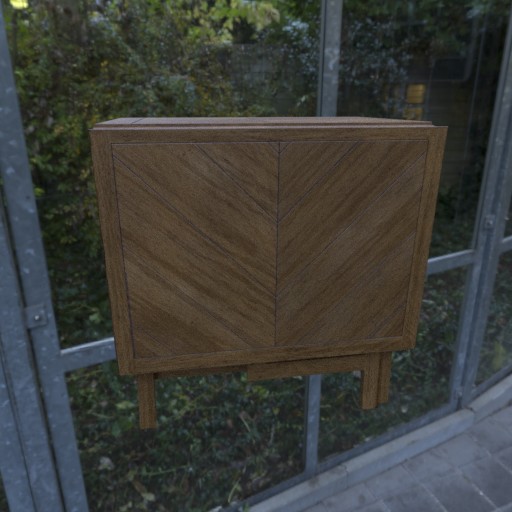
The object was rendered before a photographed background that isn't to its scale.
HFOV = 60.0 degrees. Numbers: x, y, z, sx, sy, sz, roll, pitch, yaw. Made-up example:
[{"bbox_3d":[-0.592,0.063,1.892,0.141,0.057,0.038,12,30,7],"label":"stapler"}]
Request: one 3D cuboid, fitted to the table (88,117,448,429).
[{"bbox_3d":[0.000,0.000,1.297,0.746,0.763,0.591,-3,19,-9],"label":"table"}]
